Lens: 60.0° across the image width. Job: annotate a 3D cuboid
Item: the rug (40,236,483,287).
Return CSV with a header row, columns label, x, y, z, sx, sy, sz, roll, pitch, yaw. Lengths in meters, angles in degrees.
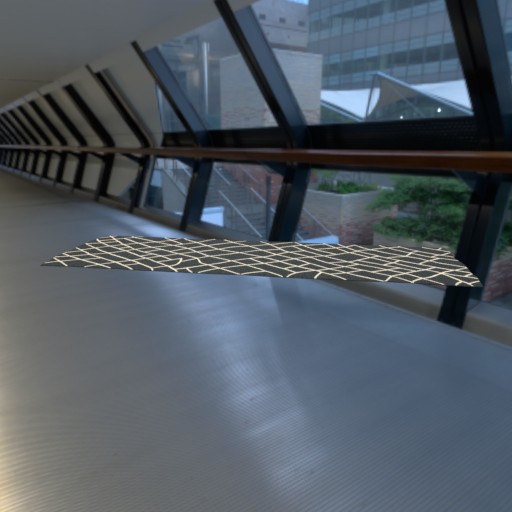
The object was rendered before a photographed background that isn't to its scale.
label,x,y,z,sx,sy,sz,roll,pitch,yaw
rug,0.000,0.000,2.795,2.476,0.010,0.807,2,15,9
